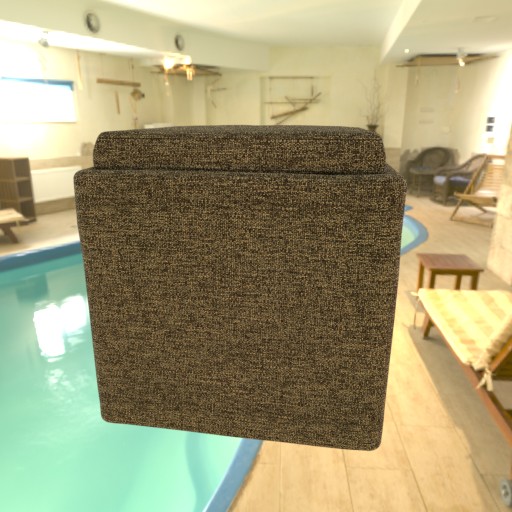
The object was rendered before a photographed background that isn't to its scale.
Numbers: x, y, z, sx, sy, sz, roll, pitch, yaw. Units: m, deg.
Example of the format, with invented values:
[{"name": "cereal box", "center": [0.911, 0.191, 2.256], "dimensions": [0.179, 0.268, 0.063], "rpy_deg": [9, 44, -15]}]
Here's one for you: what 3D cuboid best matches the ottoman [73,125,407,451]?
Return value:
[{"name": "ottoman", "center": [0.000, 0.000, 0.819], "dimensions": [0.450, 0.463, 0.450], "rpy_deg": [3, 17, 9]}]
